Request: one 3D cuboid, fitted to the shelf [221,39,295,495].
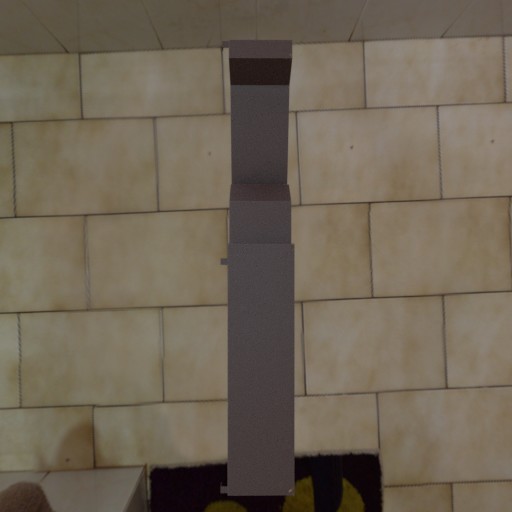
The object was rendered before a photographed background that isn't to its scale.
[{"bbox_3d":[0.000,0.000,0.893,0.112,0.439,0.729,0,90,-1],"label":"shelf"}]
